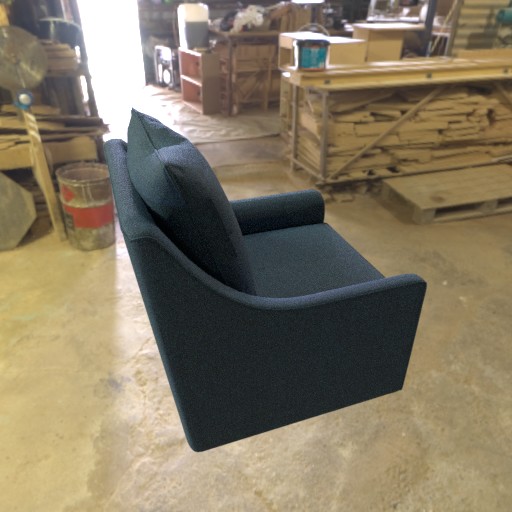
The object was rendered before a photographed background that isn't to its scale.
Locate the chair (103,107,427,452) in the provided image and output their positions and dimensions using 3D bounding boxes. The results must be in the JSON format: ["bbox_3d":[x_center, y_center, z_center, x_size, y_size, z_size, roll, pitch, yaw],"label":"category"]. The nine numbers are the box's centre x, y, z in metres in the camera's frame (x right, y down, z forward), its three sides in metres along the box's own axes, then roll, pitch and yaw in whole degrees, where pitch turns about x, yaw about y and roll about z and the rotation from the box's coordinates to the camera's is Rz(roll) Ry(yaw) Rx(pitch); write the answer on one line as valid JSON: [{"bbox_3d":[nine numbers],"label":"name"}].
[{"bbox_3d":[0.000,0.000,1.549,0.870,0.939,0.750,-11,33,-17],"label":"chair"}]
